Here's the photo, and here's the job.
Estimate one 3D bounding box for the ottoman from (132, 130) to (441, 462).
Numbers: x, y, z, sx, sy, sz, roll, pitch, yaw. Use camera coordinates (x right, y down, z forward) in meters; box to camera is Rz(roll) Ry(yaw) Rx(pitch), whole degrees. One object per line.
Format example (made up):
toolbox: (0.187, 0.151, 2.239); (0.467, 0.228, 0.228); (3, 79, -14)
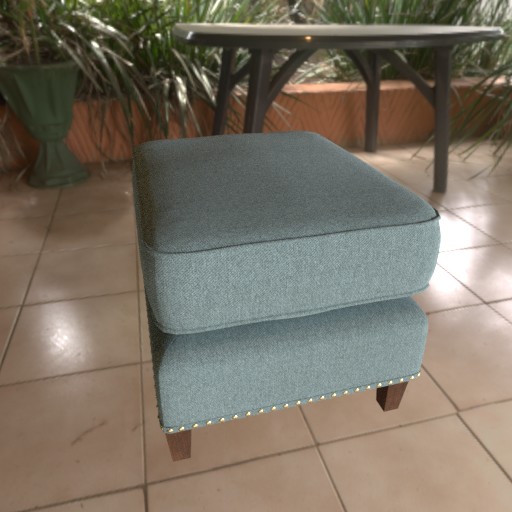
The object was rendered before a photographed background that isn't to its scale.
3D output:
ottoman: (0.000, 0.000, 1.153); (0.589, 0.537, 0.738); (-8, 30, -13)
